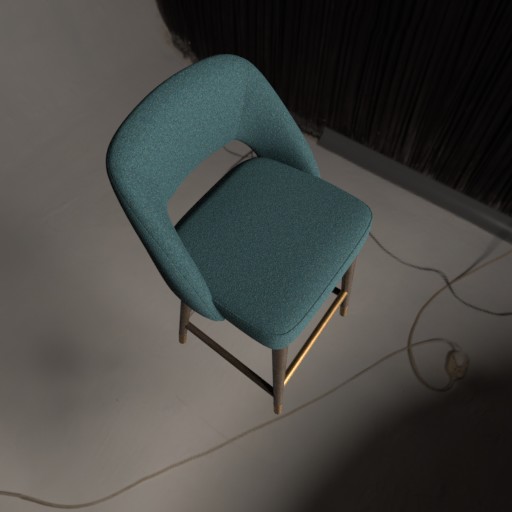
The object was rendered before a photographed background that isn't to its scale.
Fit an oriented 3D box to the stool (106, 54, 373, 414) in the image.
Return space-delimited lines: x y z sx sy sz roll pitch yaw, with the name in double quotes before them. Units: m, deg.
"stool" 0.000 0.000 1.265 0.522 0.939 0.536 31 63 18
